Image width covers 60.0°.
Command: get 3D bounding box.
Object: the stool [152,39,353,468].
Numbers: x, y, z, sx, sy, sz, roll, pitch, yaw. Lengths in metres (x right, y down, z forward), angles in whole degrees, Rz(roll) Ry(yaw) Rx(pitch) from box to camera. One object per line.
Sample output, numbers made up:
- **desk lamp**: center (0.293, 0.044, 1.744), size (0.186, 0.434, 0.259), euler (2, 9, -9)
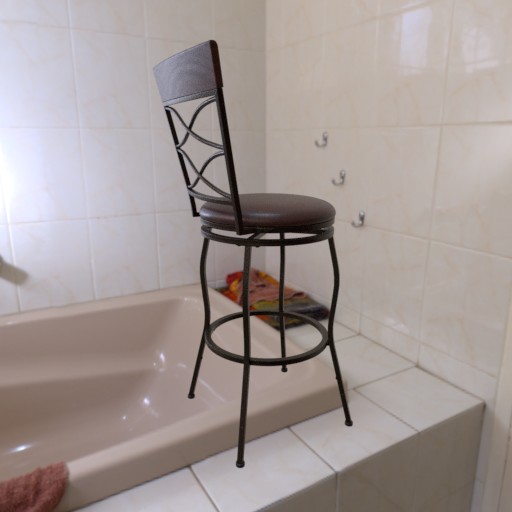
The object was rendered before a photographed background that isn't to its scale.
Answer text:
- **stool**: center (0.000, 0.000, 1.401), size (0.513, 1.130, 0.448), euler (-8, 16, -27)
